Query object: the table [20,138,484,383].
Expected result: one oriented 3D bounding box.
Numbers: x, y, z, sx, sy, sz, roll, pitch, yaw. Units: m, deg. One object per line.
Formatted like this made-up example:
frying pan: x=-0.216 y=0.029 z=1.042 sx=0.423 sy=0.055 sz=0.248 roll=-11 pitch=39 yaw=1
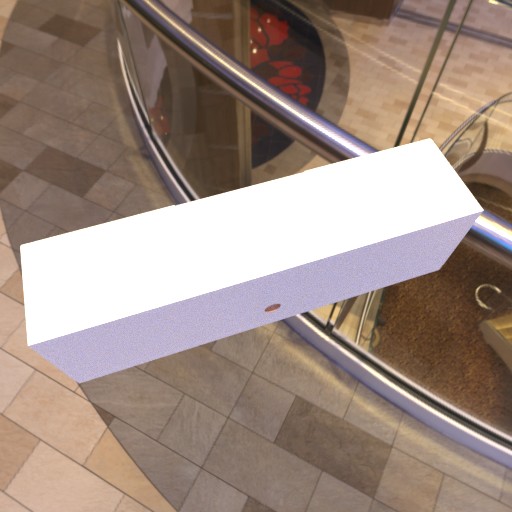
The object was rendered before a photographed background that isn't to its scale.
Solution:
table: x=0.000 y=0.000 z=1.715 sx=1.550 sy=0.440 sz=0.400 roll=-16 pitch=61 yaw=-9
